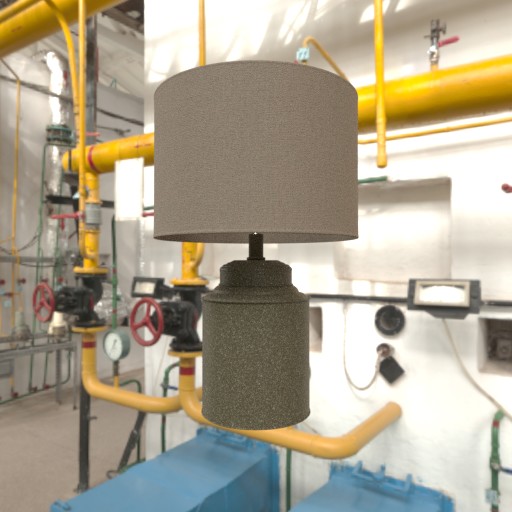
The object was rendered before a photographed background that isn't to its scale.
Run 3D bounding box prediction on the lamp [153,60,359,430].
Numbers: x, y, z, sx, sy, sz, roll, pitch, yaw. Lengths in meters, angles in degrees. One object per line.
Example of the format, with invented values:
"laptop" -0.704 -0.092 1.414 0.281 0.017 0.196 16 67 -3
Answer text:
"lamp" 0.000 0.000 0.703 0.318 0.486 0.318 0 -1 0
